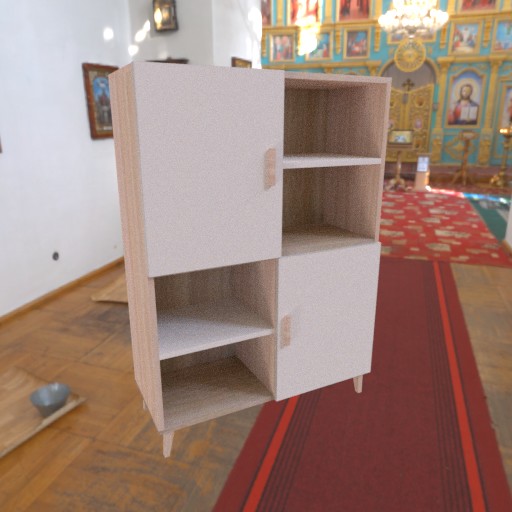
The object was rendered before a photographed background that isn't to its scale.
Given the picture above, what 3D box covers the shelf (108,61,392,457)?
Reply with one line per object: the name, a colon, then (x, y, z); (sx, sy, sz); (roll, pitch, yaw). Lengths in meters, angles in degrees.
shelf: (0.000, 0.000, 1.855); (0.995, 1.405, 0.434); (-8, 19, -26)
